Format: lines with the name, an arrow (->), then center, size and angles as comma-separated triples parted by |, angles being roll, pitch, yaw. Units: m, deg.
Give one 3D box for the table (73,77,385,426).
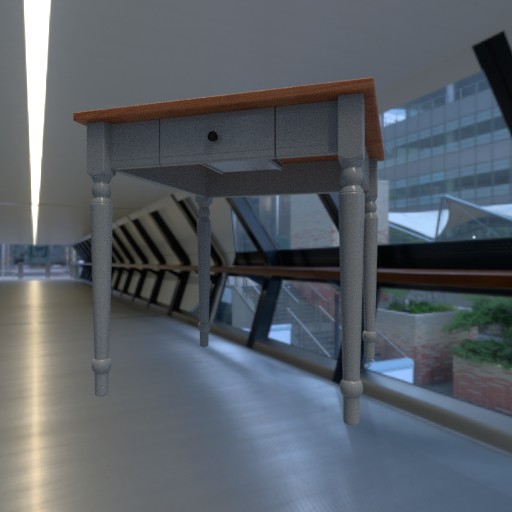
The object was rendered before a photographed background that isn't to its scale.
table -> 0.000, 0.000, 1.381 | 0.747, 0.738, 0.747 | 0, 0, 18
